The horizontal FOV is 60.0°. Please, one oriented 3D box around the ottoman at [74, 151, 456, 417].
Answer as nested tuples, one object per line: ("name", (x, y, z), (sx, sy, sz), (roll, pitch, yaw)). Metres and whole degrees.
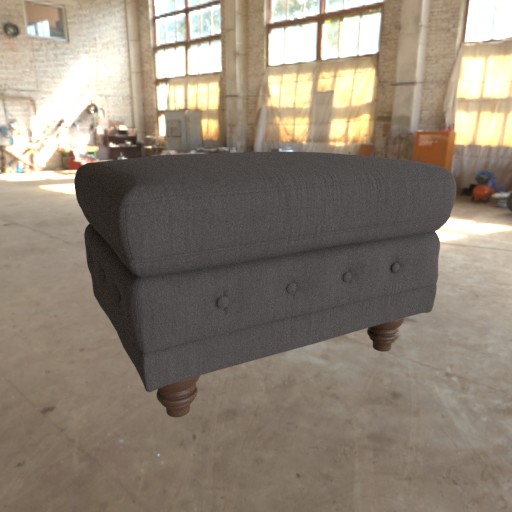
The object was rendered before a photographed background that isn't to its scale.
("ottoman", (0.000, 0.000, 1.117), (0.771, 0.500, 0.569), (-9, 18, -28))
